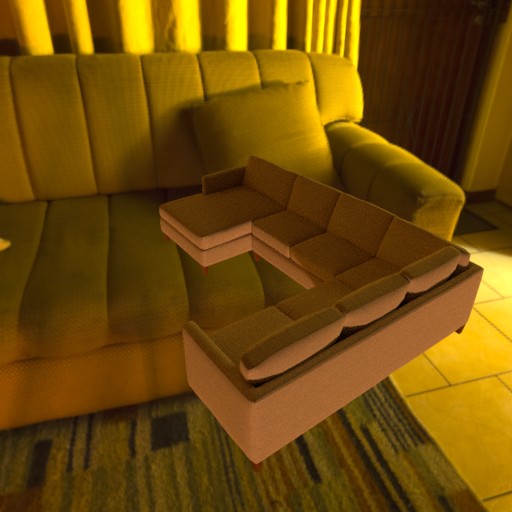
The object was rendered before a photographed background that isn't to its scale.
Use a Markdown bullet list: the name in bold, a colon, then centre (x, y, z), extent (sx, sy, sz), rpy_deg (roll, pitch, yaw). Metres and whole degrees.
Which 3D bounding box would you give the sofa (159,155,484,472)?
- **sofa**: centre (0.000, 0.000, 4.605), extent (2.594, 0.961, 3.460), rpy_deg (-21, 37, -30)
